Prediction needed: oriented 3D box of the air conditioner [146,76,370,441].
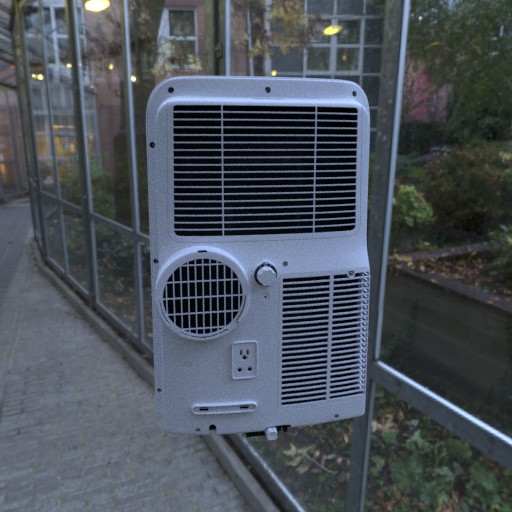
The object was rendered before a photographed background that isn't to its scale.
[{"bbox_3d":[0.000,0.000,0.967,0.454,0.700,0.365,-2,14,-9],"label":"air conditioner"}]
